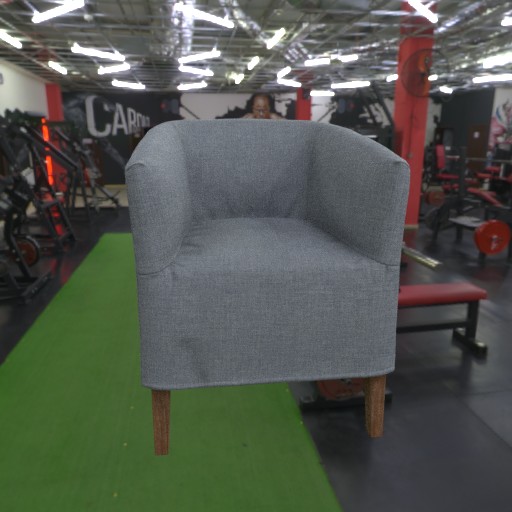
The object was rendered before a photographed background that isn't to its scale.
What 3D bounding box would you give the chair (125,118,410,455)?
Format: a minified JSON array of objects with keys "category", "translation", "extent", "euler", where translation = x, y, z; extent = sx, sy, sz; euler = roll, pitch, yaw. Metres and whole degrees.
[{"category":"chair","translation":[0.000,0.000,1.263],"extent":[0.600,0.771,0.668],"euler":[-2,15,-7]}]
